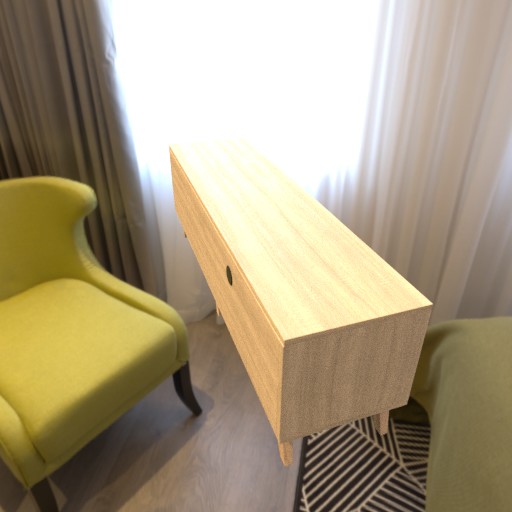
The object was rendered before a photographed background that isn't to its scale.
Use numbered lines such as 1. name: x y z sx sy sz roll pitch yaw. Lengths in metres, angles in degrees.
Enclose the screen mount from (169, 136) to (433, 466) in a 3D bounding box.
1. screen mount: 0.000 0.000 1.770 0.401 0.509 1.500 -10 33 -16
